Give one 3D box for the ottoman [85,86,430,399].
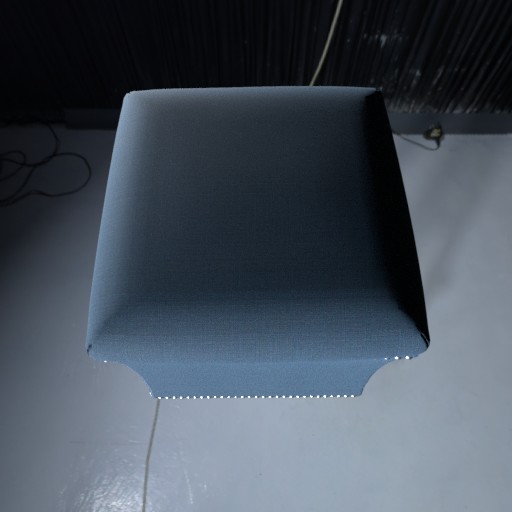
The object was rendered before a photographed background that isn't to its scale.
[{"bbox_3d":[0.000,0.000,0.888,0.497,0.475,0.507,0,63,0],"label":"ottoman"}]
